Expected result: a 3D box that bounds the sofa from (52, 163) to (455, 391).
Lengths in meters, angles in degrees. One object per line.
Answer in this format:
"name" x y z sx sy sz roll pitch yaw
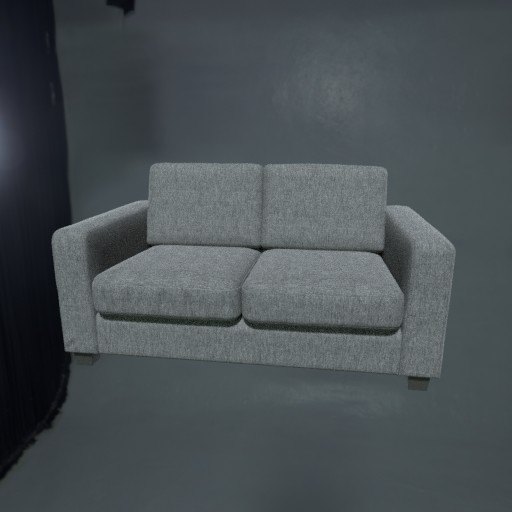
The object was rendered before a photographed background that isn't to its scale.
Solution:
"sofa" 0.000 0.000 2.036 1.520 0.800 0.900 2 16 8
